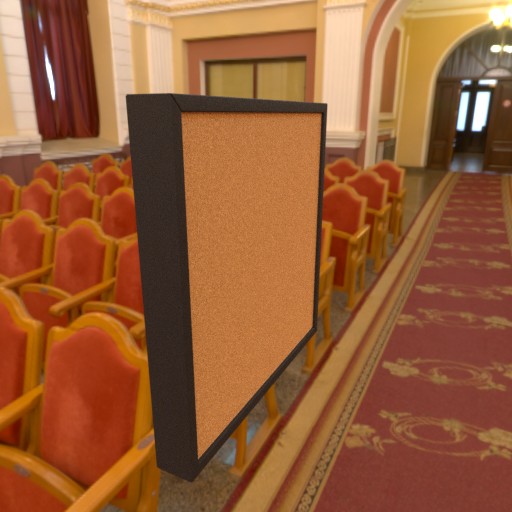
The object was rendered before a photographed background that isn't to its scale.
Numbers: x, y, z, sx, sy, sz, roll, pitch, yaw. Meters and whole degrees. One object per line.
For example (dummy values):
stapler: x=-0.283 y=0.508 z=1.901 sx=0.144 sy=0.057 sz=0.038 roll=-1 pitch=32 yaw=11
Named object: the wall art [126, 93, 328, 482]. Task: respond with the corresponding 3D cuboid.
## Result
wall art: x=0.000 y=0.000 z=0.459 sx=0.037 sy=0.305 sz=0.305 roll=9 pitch=20 yaw=26
